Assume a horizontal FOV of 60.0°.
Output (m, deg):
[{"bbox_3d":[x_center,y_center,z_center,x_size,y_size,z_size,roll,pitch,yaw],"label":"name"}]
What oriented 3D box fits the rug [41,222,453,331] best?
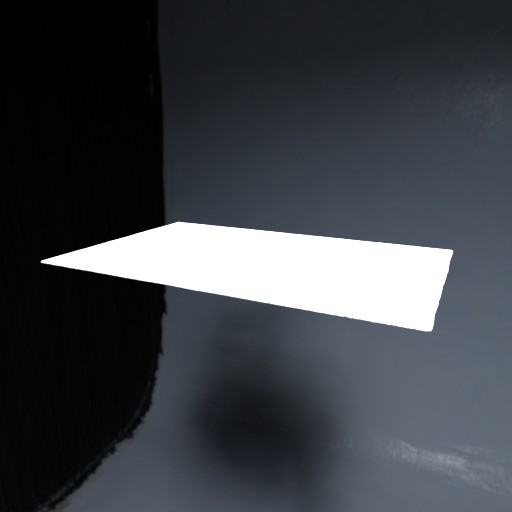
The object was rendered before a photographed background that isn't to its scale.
[{"bbox_3d":[0.000,0.000,3.082,2.442,0.010,1.546,7,17,25],"label":"rug"}]
